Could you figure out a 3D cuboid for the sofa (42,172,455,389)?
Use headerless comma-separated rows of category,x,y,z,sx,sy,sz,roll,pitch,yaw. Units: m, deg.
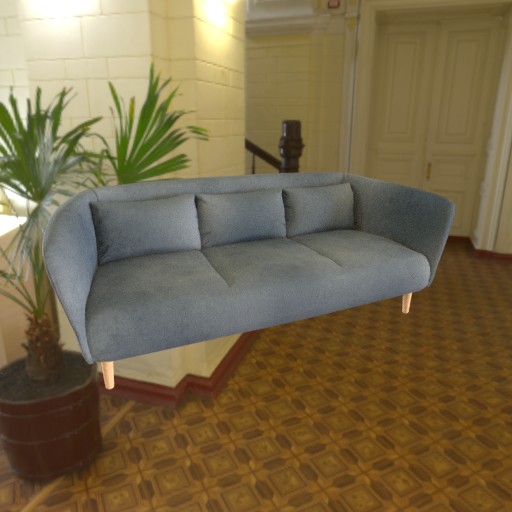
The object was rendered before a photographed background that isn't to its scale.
sofa,0.000,0.000,2.432,2.095,0.795,0.849,-9,19,-26
